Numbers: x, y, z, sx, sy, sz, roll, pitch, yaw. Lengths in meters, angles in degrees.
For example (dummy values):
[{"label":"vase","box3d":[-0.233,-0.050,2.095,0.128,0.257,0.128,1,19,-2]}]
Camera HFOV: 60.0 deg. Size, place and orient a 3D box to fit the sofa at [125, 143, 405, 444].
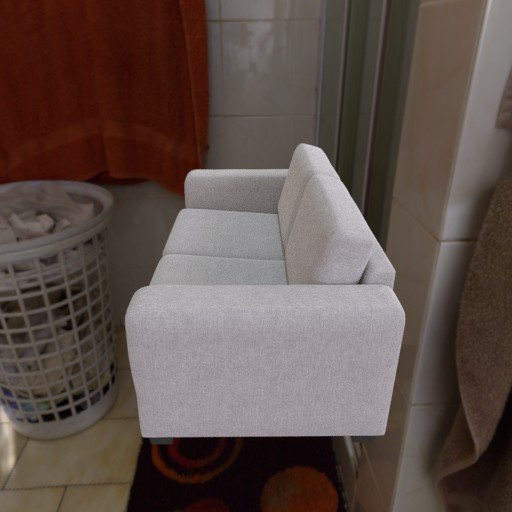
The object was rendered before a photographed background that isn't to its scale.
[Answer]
[{"label":"sofa","box3d":[0.000,0.000,2.073,0.900,0.800,1.540,0,27,-1]}]
